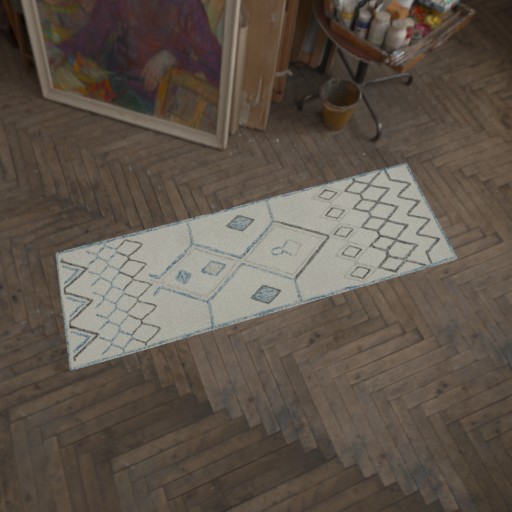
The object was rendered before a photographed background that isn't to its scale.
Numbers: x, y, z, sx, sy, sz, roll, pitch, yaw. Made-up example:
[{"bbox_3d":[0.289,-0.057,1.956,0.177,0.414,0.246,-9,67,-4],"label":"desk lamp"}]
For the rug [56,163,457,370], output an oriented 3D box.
[{"bbox_3d":[0.000,0.000,2.815,2.434,0.013,0.770,-15,66,-7],"label":"rug"}]
